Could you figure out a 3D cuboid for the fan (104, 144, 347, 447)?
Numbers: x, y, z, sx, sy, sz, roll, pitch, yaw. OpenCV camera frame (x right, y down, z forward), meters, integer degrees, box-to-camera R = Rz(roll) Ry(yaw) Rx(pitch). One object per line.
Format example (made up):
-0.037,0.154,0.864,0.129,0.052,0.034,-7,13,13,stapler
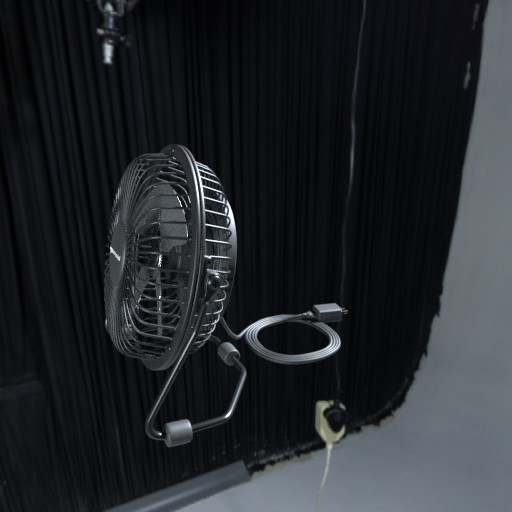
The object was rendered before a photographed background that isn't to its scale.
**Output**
0.000,0.000,0.307,0.202,0.152,0.153,-8,18,-25,fan
